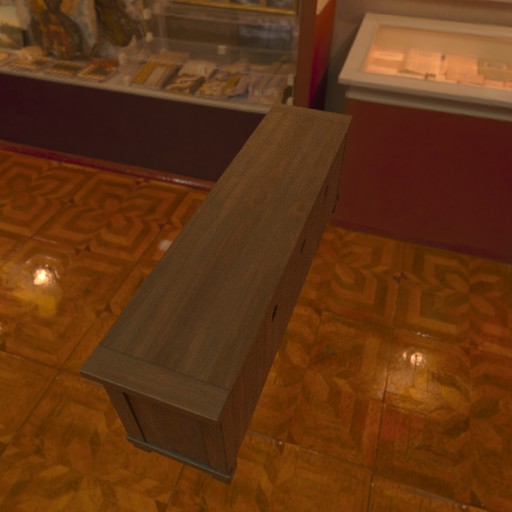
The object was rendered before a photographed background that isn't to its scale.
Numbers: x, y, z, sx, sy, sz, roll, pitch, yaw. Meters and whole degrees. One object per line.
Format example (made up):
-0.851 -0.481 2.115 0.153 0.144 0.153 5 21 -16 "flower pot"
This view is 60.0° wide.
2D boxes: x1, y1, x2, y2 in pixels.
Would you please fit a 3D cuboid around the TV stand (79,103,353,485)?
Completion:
0.000 0.000 2.120 0.471 0.615 1.866 15 47 14 "TV stand"
